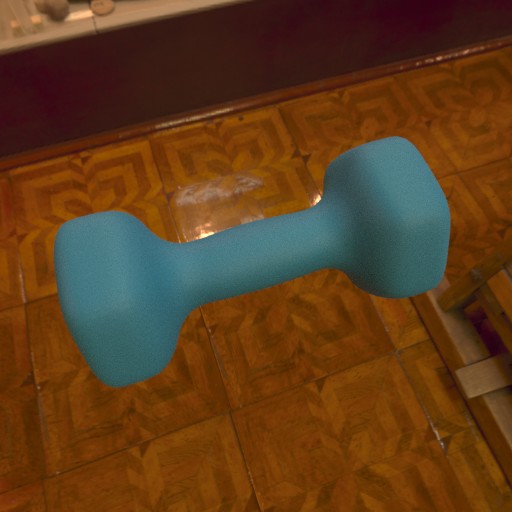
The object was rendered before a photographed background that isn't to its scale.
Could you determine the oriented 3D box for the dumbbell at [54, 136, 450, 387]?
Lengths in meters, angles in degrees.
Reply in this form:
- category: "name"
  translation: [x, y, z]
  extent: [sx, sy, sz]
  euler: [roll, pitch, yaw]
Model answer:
- category: "dumbbell"
  translation: [0.000, 0.000, 0.186]
  extent: [0.152, 0.066, 0.074]
  euler: [-15, 65, -7]
